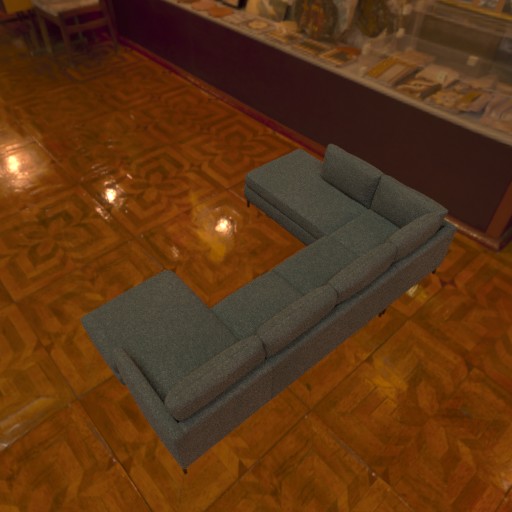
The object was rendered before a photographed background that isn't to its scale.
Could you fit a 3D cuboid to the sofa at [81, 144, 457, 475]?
[{"bbox_3d":[0.000,0.000,3.871,2.956,0.813,2.007,-31,53,-26],"label":"sofa"}]
